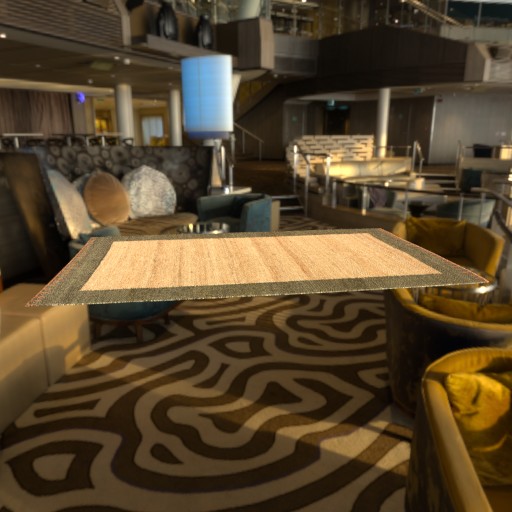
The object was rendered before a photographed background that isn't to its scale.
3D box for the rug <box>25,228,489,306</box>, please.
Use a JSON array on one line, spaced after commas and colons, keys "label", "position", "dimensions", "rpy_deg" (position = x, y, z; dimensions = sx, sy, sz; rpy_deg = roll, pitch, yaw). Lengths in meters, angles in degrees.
[{"label": "rug", "position": [0.000, 0.000, 2.982], "dimensions": [2.435, 0.006, 1.521], "rpy_deg": [-2, 15, -8]}]
